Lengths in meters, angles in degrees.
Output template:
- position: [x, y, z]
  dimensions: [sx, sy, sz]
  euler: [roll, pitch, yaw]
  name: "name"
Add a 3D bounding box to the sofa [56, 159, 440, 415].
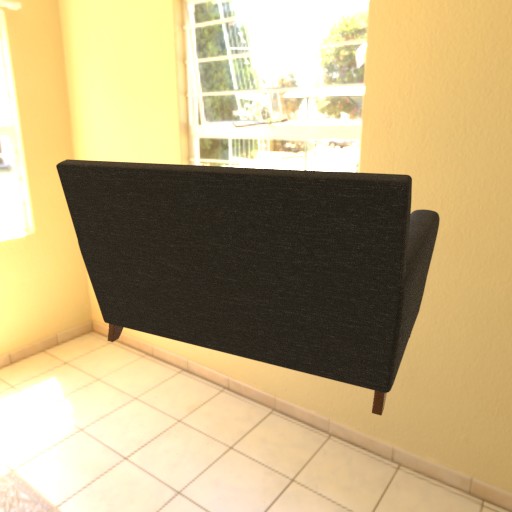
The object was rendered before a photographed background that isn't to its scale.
- position: [0.000, 0.000, 1.963]
  dimensions: [1.420, 0.846, 0.875]
  euler: [8, 18, 25]
  name: "sofa"
